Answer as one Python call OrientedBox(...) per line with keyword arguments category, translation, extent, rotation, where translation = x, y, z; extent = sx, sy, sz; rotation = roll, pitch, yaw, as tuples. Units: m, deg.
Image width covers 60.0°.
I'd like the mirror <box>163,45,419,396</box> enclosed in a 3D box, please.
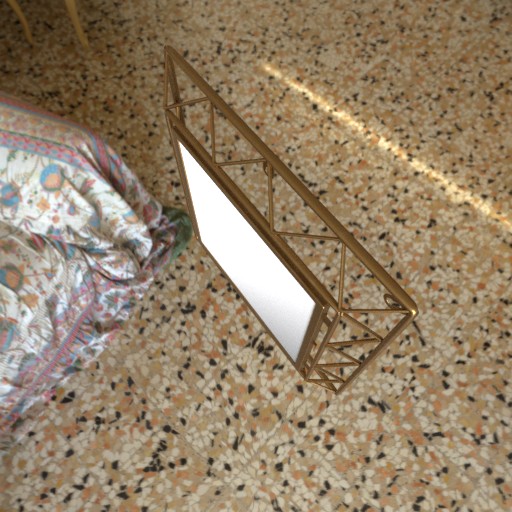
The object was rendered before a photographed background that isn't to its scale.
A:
OrientedBox(category="mirror", translation=(0.000, 0.000, 0.623), extent=(0.046, 0.414, 0.416), rotation=(-33, 68, -15))
